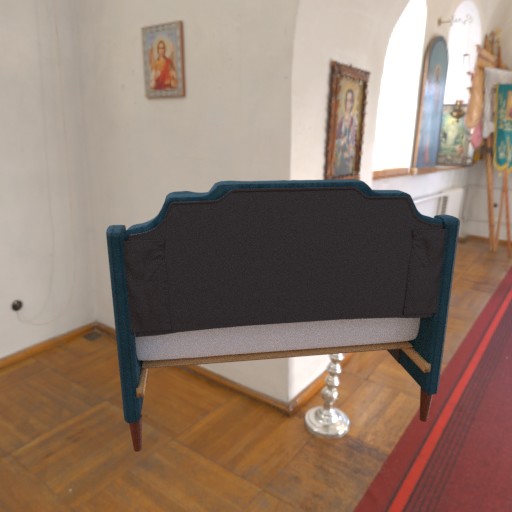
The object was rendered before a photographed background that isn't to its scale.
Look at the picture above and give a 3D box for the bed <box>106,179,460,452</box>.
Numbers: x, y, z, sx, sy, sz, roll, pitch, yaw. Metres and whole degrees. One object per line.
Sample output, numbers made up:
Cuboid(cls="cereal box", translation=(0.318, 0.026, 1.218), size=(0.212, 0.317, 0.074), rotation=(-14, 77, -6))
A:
Cuboid(cls="bed", translation=(0.000, 0.000, 3.263), size=(1.676, 1.351, 2.322), rotation=(-2, 17, -8))
